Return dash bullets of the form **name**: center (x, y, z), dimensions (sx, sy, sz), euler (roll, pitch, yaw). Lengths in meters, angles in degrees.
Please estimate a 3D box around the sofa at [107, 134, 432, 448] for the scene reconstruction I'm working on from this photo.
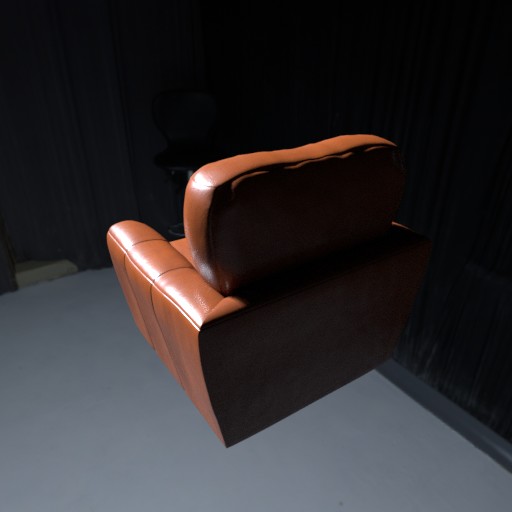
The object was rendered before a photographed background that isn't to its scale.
- **sofa**: center (0.000, 0.000, 1.529), dimensions (0.836, 0.876, 0.789), euler (-18, 34, -28)
